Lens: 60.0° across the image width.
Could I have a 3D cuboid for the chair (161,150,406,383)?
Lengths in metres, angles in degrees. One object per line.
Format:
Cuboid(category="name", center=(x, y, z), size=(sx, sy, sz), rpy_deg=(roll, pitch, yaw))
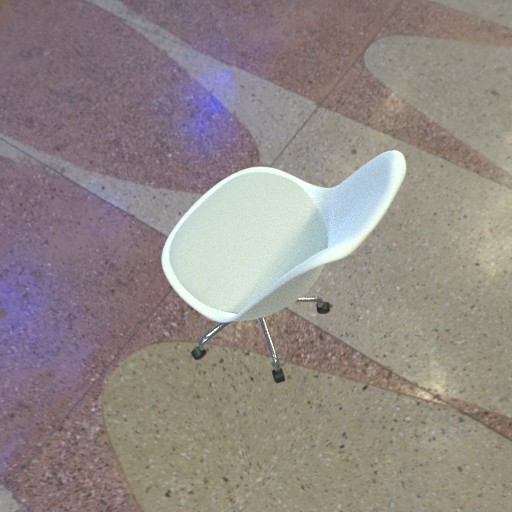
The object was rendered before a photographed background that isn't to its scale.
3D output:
Cuboid(category="chair", center=(0.000, 0.000, 1.260), size=(0.550, 0.930, 0.550), rpy_deg=(32, 67, 16))
